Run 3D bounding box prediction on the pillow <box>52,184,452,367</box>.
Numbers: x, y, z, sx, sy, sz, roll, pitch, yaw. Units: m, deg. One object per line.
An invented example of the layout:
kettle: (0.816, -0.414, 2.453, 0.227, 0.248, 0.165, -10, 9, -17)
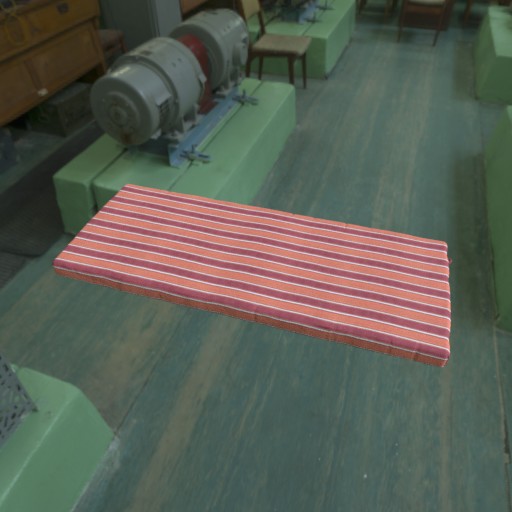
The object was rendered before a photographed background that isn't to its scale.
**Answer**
pillow: (0.000, 0.000, 1.393, 1.187, 0.081, 0.492, 12, 44, 12)
